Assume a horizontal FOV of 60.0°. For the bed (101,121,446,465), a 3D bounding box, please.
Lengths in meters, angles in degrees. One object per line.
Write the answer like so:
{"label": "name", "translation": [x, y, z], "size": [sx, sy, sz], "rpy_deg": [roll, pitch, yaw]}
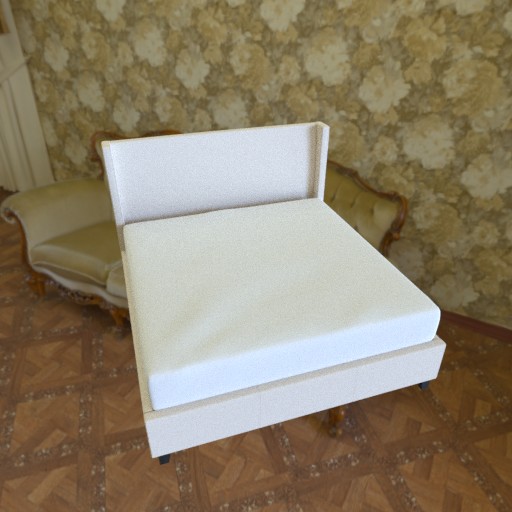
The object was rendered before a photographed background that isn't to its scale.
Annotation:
{"label": "bed", "translation": [0.000, 0.000, 3.662], "size": [2.145, 1.471, 2.293], "rpy_deg": [-10, 33, -15]}
